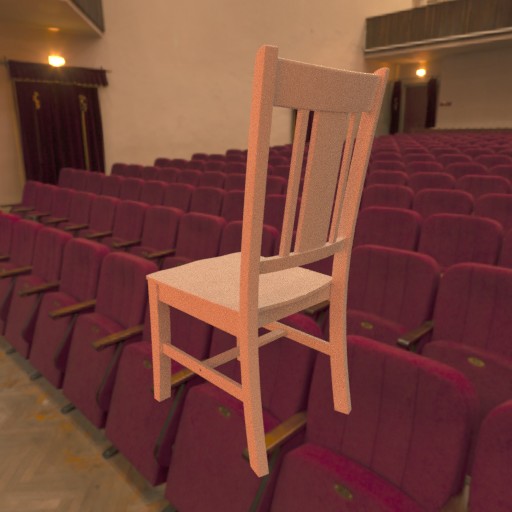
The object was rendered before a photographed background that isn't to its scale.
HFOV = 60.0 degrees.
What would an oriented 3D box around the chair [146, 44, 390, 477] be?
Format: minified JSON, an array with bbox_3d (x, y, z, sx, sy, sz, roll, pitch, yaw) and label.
[{"bbox_3d":[0.000,0.000,1.277,0.450,0.998,0.555,-15,21,-42],"label":"chair"}]
